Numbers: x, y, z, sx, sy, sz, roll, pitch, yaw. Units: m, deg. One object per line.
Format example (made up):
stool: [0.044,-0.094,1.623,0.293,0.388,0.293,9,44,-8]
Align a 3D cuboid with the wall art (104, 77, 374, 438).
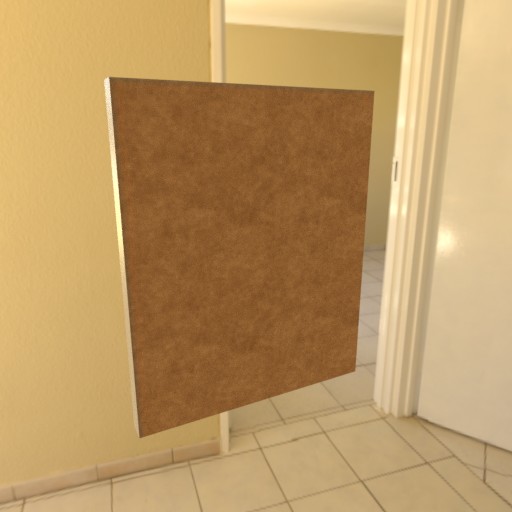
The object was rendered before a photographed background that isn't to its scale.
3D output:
wall art: [0.000,0.000,0.770,0.453,0.554,0.037,-8,18,-27]
